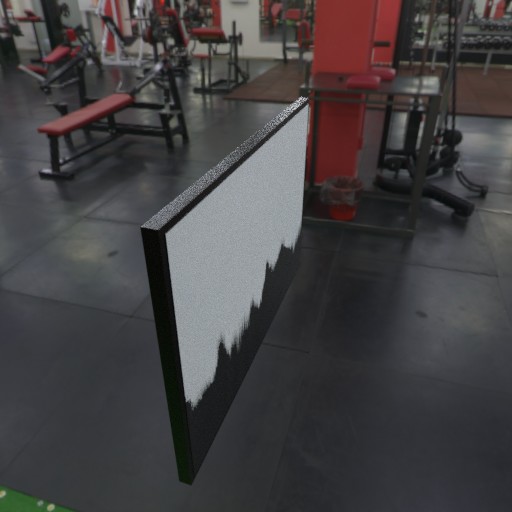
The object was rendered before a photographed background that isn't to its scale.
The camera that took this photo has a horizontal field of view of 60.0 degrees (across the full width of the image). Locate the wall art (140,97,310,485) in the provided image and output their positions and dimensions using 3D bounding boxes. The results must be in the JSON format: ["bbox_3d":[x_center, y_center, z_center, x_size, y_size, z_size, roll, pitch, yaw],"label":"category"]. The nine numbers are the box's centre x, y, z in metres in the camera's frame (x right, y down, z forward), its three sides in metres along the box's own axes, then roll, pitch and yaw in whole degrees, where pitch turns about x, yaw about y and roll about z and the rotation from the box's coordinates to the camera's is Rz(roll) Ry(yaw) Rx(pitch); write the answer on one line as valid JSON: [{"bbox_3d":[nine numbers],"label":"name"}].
[{"bbox_3d":[0.000,0.000,0.835,0.022,0.446,0.659,10,33,16],"label":"wall art"}]
